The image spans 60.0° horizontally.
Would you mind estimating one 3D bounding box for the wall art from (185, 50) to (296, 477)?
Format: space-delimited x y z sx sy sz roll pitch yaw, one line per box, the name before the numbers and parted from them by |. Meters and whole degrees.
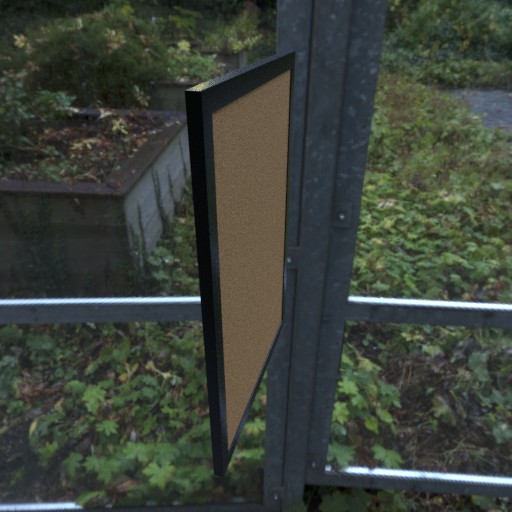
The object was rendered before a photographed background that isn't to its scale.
wall art | 0.000 0.000 0.822 0.019 0.656 0.462 9 31 15
